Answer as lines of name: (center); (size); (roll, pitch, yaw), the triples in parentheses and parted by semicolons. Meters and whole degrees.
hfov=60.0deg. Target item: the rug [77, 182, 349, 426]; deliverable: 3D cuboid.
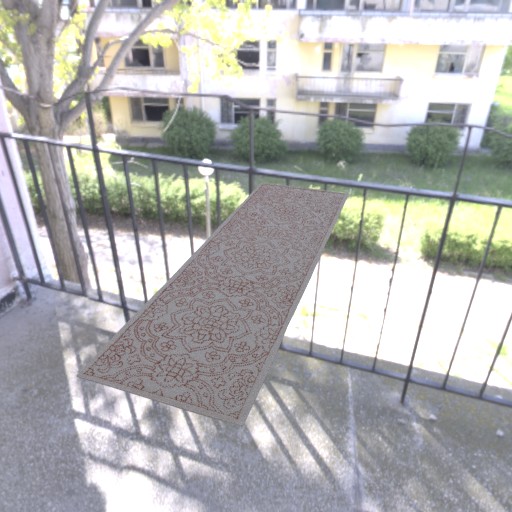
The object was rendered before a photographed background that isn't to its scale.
rug: (0.000, 0.000, 2.778); (0.769, 0.012, 2.448); (10, 32, 17)
